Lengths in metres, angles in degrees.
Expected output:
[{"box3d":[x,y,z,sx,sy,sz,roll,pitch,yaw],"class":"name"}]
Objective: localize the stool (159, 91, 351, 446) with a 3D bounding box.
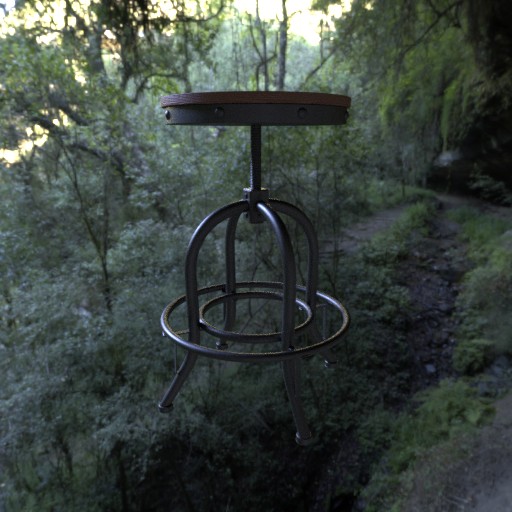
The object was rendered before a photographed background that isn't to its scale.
[{"box3d":[0.000,0.000,0.911,0.439,0.609,0.439,-7,17,-25],"class":"stool"}]
